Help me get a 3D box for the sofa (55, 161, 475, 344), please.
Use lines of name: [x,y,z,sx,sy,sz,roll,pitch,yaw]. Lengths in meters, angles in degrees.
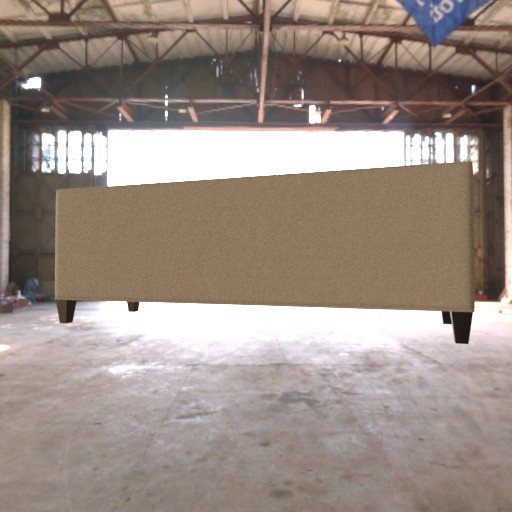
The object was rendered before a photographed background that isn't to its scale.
sofa: [0.000,0.000,2.526,2.159,0.762,0.775,0,-1,19]
